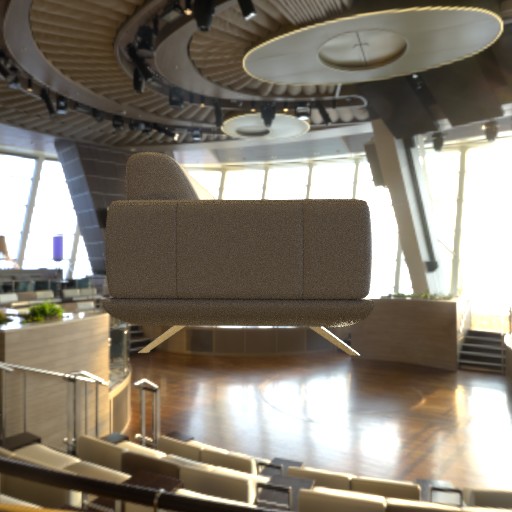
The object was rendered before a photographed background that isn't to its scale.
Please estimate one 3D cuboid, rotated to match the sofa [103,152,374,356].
[{"bbox_3d":[0.000,0.000,2.353,0.900,0.772,1.901,0,-1,4],"label":"sofa"}]
